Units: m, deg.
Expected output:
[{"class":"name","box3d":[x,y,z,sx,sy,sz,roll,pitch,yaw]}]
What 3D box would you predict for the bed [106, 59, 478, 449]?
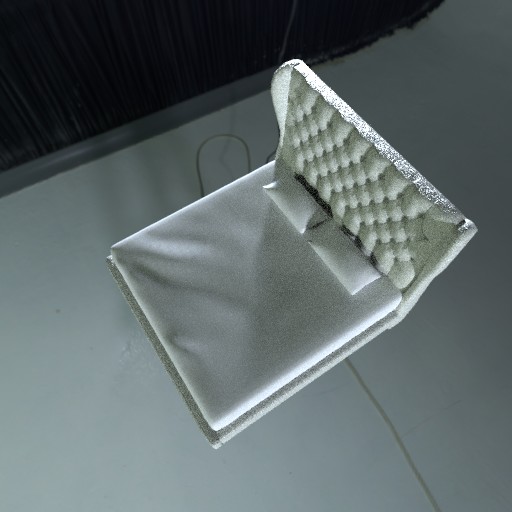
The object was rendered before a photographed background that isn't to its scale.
[{"class":"bed","box3d":[0.000,0.000,3.964,2.347,1.771,2.219,-30,66,-15]}]
